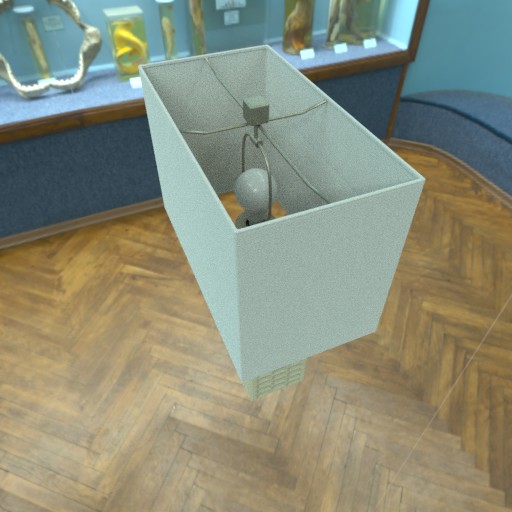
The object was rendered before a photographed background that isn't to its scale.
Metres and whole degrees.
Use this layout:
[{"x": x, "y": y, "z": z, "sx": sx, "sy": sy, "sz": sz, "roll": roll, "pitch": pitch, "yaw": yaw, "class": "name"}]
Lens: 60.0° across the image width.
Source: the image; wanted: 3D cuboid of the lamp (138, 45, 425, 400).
[{"x": 0.000, "y": 0.000, "z": 0.701, "sx": 0.200, "sy": 0.515, "sz": 0.380, "roll": -17, "pitch": 48, "yaw": -16, "class": "lamp"}]
